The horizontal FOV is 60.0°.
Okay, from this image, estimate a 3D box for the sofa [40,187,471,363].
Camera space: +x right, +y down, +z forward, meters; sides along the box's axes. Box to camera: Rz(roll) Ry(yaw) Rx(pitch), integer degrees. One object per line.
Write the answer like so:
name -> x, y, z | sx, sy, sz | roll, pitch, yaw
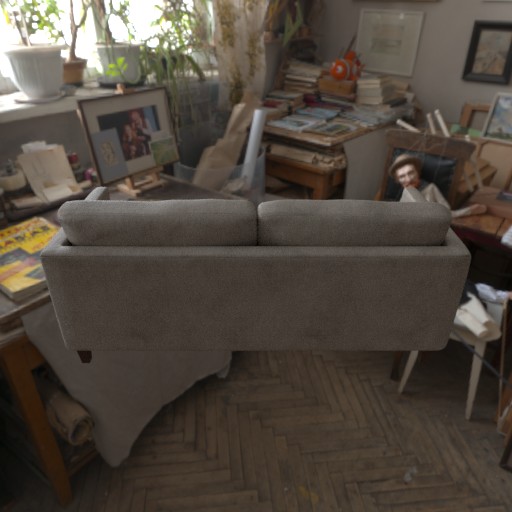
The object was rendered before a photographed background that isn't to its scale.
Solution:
sofa -> 0.000, 0.000, 2.755 | 2.208, 0.965, 0.951 | 0, 30, 0
